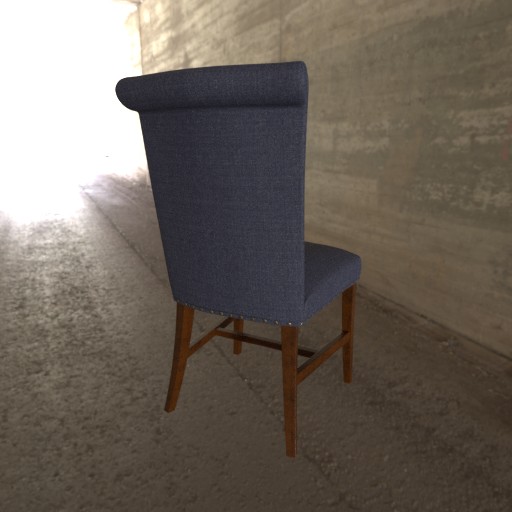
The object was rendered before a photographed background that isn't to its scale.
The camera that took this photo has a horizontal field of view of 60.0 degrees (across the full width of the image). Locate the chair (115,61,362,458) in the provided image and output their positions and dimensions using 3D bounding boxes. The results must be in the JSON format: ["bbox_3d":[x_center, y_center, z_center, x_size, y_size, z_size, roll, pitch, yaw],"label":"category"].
[{"bbox_3d":[0.000,0.000,1.340,0.513,0.988,0.608,8,16,28],"label":"chair"}]
